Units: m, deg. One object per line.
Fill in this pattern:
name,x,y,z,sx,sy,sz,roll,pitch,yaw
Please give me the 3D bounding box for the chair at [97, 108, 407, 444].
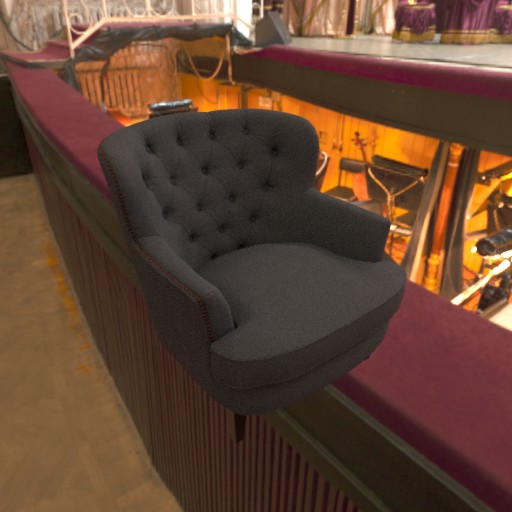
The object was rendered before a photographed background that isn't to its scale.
chair,0.000,0.000,1.577,0.848,0.868,0.906,-21,35,-33
